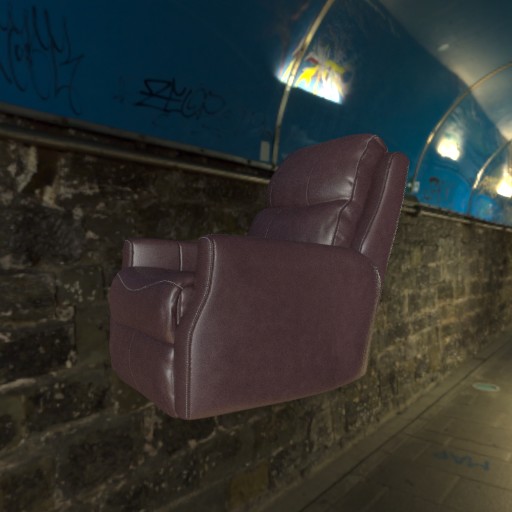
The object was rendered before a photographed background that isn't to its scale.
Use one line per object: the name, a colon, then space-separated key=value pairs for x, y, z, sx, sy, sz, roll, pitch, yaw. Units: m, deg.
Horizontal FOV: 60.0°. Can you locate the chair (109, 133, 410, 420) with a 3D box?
chair: x=0.000 y=0.000 z=1.825 sx=1.080 sy=1.030 sz=0.829 roll=-1 pitch=1 yaw=-35
